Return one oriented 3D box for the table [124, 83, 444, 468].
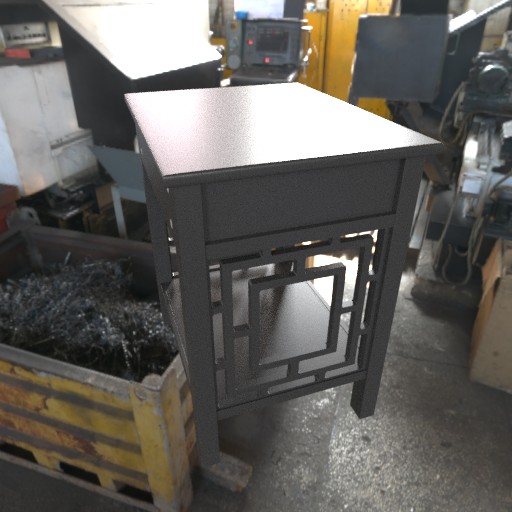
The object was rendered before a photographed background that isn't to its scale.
[{"bbox_3d":[0.000,0.000,1.026,0.451,0.646,0.564,-10,32,-16],"label":"table"}]
